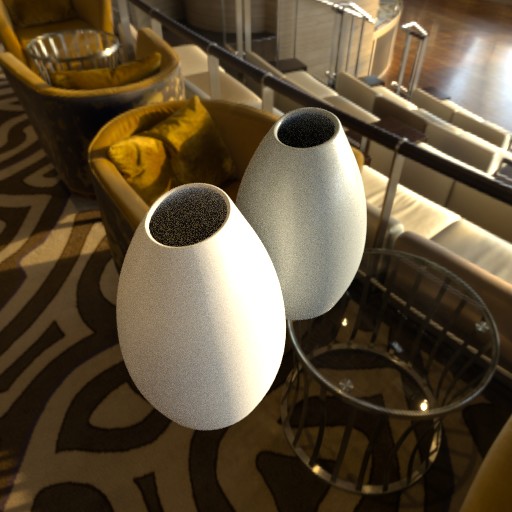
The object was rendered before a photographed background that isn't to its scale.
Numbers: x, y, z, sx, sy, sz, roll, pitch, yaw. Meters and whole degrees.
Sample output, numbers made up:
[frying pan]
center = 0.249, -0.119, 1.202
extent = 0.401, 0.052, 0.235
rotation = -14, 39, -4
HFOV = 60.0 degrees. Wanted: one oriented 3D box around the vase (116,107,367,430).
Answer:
[vase]
center = 0.000, 0.000, 0.261
extent = 0.089, 0.131, 0.187
rotation = 26, 49, 25
